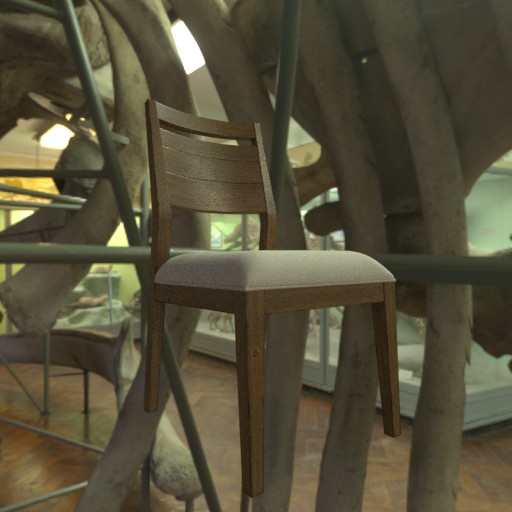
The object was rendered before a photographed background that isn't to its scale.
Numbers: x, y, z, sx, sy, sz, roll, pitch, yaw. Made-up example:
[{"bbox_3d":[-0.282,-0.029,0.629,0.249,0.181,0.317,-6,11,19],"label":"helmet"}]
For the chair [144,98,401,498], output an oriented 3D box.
[{"bbox_3d":[0.000,0.000,1.253,0.497,0.939,0.610,0,0,-38],"label":"chair"}]
